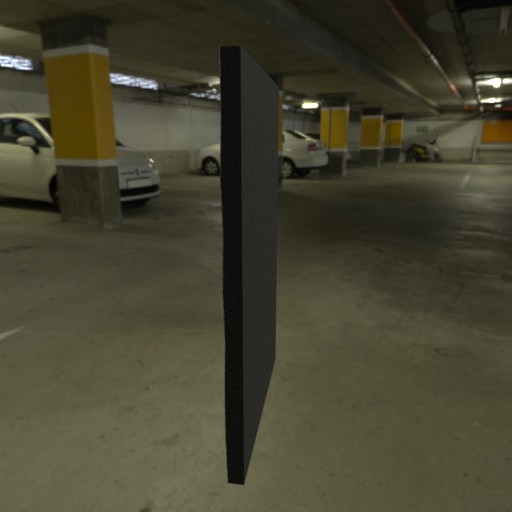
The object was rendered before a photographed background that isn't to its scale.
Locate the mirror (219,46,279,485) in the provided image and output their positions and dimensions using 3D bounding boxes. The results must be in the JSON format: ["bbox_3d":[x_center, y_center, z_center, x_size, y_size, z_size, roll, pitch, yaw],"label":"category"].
[{"bbox_3d":[0.000,0.000,1.179,0.044,0.912,0.606,2,15,9],"label":"mirror"}]
